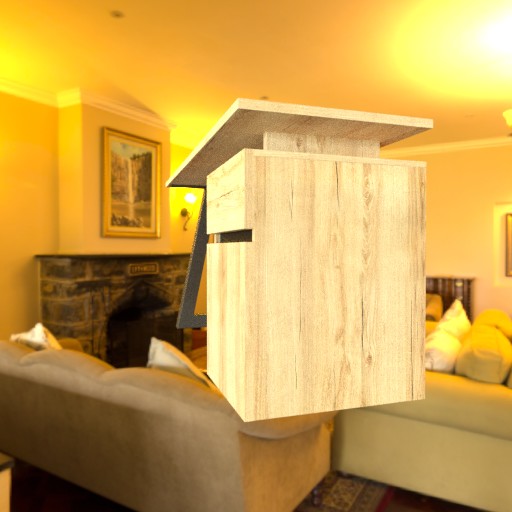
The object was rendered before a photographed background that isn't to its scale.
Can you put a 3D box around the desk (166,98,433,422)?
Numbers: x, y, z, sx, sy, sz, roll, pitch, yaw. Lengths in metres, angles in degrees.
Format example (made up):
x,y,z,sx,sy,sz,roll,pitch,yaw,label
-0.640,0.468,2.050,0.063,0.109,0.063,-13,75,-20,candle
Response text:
x,y,z,sx,sy,sz,roll,pitch,yaw,label
0.000,0.000,1.787,0.550,0.760,1.400,0,1,-18,desk
